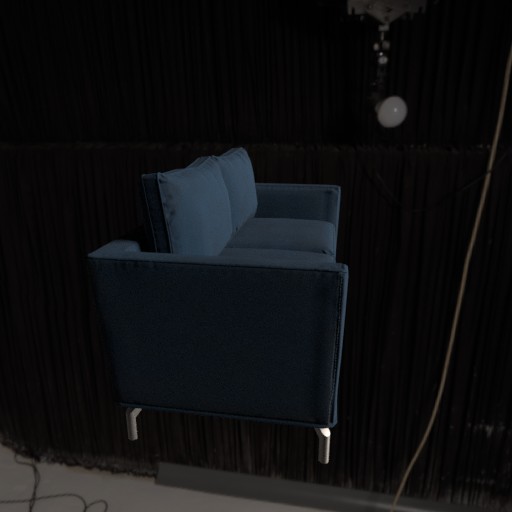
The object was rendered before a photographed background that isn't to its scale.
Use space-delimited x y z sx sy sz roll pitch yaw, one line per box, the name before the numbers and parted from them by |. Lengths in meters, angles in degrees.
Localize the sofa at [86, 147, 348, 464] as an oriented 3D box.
sofa | 0.000 0.000 2.278 0.853 1.002 1.770 3 18 9
